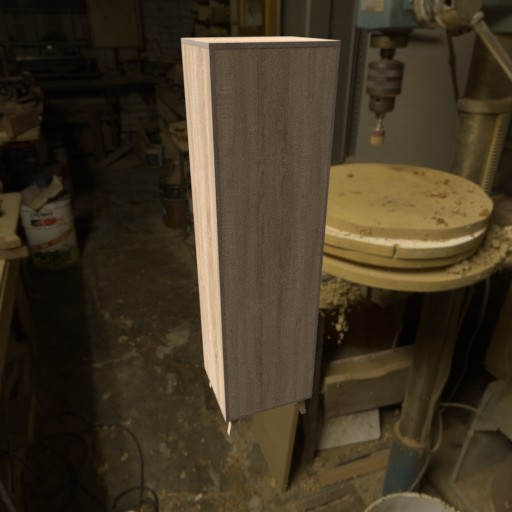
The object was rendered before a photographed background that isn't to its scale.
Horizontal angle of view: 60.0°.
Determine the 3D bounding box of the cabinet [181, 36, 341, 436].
[{"bbox_3d":[0.000,0.000,2.230,0.510,1.960,0.450,-10,30,-18],"label":"cabinet"}]
